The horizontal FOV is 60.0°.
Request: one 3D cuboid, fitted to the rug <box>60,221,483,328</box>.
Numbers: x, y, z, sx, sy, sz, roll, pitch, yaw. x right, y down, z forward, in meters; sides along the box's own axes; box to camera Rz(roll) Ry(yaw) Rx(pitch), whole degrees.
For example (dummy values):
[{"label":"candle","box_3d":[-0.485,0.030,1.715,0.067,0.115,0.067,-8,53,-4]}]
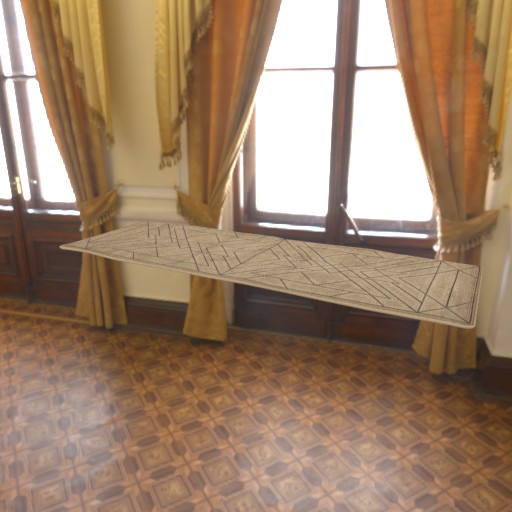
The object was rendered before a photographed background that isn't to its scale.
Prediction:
[{"label":"rug","box_3d":[0.000,0.000,2.610,2.381,0.036,0.831,9,20,27]}]
